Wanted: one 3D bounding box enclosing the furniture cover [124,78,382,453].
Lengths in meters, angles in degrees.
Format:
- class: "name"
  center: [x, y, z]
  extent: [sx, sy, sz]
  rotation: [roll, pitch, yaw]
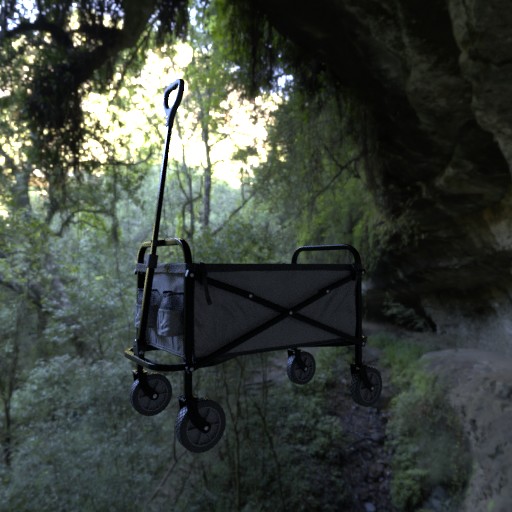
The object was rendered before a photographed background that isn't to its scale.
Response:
- class: "furniture cover"
  center: [0.000, 0.000, 1.857]
  extent: [1.038, 1.295, 0.532]
  rotation: [1, -1, -35]
